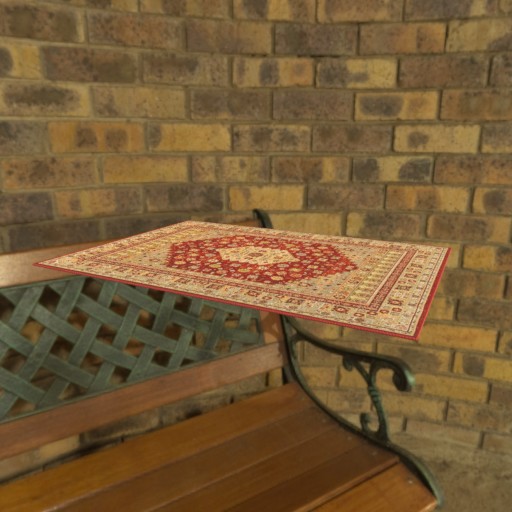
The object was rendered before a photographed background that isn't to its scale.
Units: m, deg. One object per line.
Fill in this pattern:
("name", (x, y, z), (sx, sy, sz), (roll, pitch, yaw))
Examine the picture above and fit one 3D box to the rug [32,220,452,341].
("rug", (0.000, 0.000, 2.861), (2.211, 0.013, 1.593), (8, 17, 26))
